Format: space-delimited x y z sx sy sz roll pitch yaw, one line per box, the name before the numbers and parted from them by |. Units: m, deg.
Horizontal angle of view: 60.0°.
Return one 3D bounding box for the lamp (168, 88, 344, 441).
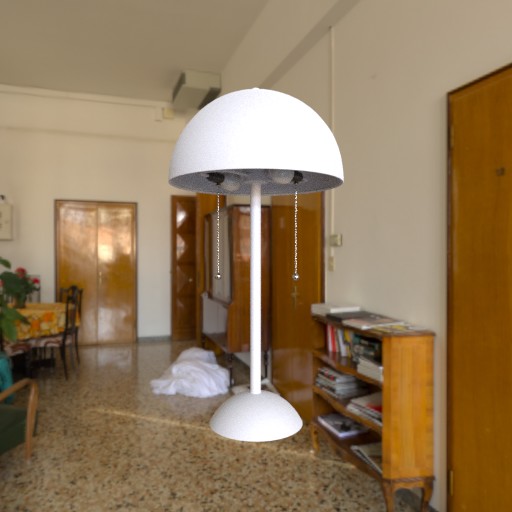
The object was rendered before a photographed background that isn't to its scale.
lamp | 0.000 0.000 0.440 0.171 0.330 0.171 0 0 0
